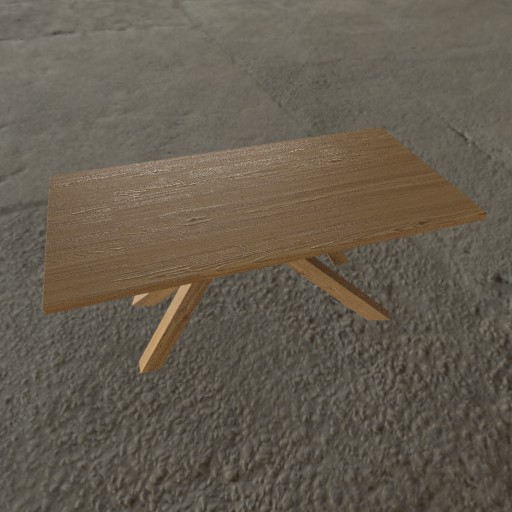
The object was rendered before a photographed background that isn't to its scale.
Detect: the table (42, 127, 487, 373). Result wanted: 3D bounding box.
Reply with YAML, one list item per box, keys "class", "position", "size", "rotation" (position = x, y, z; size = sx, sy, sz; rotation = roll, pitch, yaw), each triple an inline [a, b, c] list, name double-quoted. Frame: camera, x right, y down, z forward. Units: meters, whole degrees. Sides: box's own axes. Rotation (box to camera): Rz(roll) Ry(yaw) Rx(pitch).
- class: "table"
  position: [0.000, 0.000, 2.264]
  size: [1.797, 0.750, 0.901]
  rotation: [-12, 42, -13]
